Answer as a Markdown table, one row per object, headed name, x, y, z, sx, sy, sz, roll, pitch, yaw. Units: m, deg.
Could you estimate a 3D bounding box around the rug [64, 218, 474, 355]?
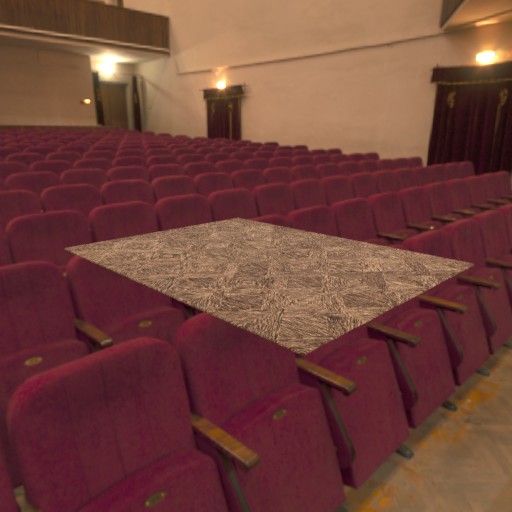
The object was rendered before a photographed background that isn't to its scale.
| name | x | y | z | sx | sy | sz | roll | pitch | yaw |
| --- | --- | --- | --- | --- | --- | --- | --- | --- | --- |
| rug | 0.000 | 0.000 | 4.305 | 2.448 | 0.017 | 3.204 | -15 | 21 | -43 |
